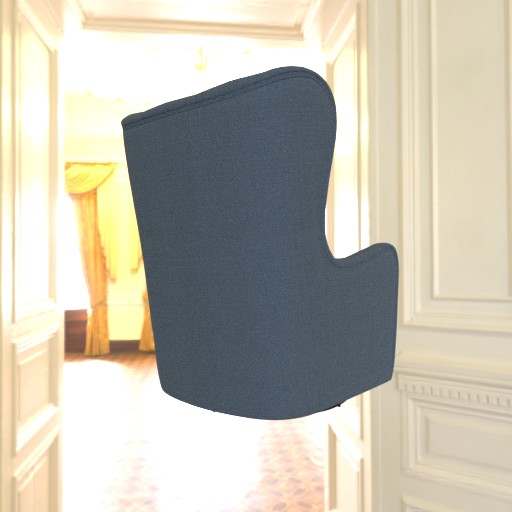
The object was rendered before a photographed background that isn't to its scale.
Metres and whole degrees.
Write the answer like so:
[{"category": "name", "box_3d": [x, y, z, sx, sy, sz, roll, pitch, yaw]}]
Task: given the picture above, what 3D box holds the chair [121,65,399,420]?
[{"category": "chair", "box_3d": [0.000, 0.000, 1.717, 0.831, 1.079, 0.930, -1, -1, 38]}]
